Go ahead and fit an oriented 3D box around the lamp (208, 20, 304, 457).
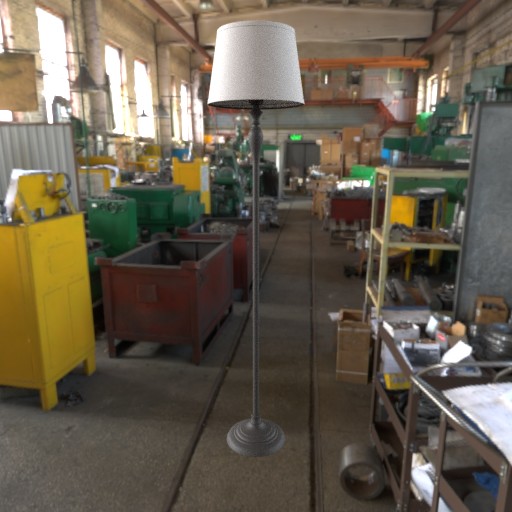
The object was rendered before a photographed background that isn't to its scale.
[{"bbox_3d":[0.000,0.000,1.620,0.327,1.506,0.327,-6,15,-26],"label":"lamp"}]
